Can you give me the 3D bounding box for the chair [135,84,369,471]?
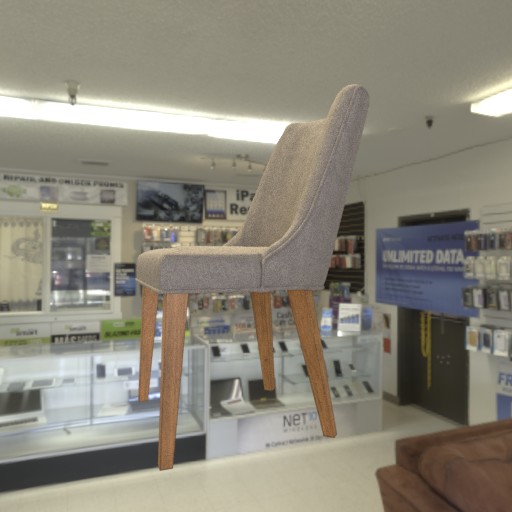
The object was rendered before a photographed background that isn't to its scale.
[{"bbox_3d":[0.000,0.000,1.287,0.636,0.916,0.548,0,0,-20],"label":"chair"}]
